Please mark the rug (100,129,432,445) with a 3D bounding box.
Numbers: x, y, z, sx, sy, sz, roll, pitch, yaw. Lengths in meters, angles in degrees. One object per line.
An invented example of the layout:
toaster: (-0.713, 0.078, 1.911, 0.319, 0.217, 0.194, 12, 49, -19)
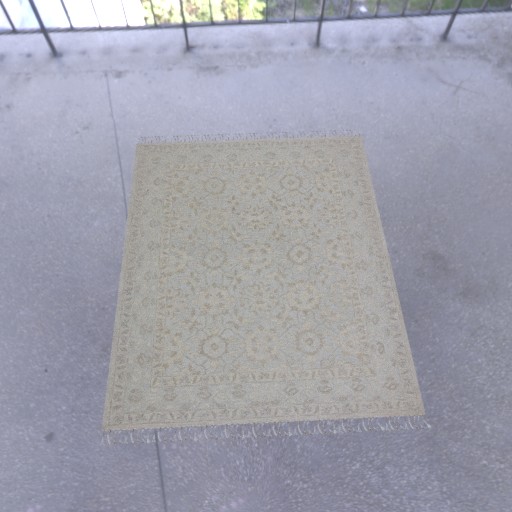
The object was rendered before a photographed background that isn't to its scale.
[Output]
rug: (0.000, 0.000, 3.976, 2.444, 0.013, 3.043, -2, 60, -1)
